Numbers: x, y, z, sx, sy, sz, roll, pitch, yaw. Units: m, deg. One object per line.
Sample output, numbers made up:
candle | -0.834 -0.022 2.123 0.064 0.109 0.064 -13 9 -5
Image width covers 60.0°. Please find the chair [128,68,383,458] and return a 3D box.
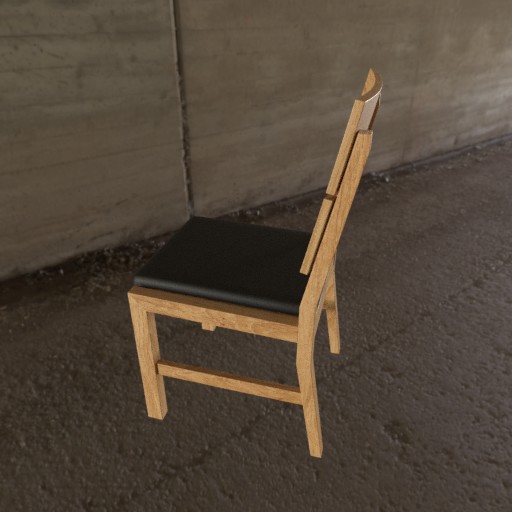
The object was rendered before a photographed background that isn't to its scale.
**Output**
chair | 0.000 0.000 1.256 0.569 0.950 0.475 8 30 14
